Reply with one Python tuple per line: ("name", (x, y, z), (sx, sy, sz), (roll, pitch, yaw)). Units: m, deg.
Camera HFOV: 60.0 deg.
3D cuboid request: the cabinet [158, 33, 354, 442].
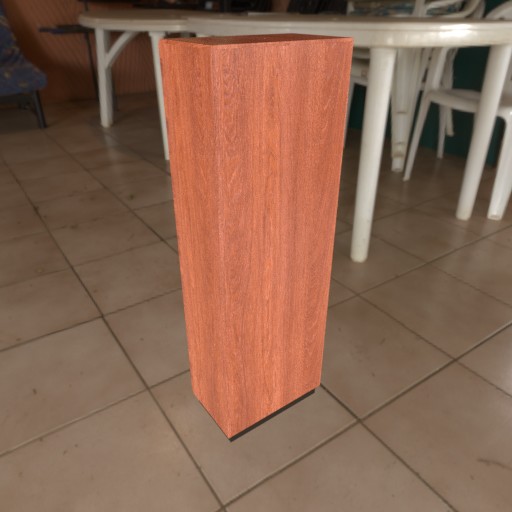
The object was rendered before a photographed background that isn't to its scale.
("cabinet", (0.000, 0.000, 2.239), (0.660, 1.980, 0.420), (-19, 35, -30))
